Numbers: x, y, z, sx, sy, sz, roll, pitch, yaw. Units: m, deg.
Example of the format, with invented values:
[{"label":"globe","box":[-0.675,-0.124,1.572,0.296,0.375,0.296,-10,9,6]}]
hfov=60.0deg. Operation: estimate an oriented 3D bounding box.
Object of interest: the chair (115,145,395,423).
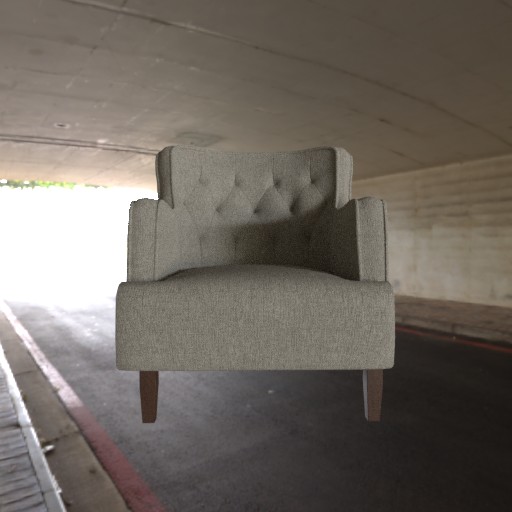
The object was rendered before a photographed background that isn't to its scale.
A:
[{"label":"chair","box":[0.000,0.000,1.610,0.820,0.920,0.910,0,2,-1]}]
